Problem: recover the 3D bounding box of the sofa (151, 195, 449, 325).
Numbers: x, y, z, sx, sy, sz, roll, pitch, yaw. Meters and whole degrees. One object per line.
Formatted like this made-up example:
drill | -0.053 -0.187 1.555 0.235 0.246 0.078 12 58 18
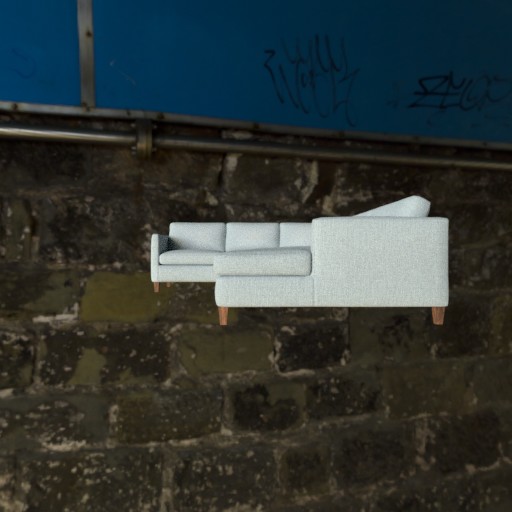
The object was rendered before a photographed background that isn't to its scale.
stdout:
sofa | 0.000 0.000 4.584 2.551 0.889 3.403 0 0 -1
